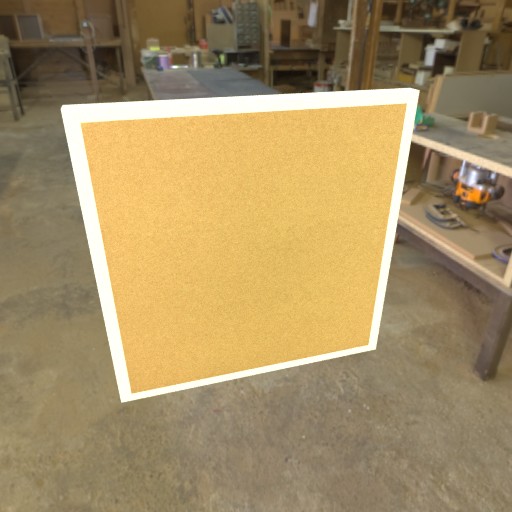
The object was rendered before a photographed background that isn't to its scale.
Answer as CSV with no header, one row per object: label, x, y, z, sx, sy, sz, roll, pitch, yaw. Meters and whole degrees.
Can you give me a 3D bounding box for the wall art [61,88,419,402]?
wall art,0.000,0.000,1.114,0.763,0.761,0.038,-8,30,-14
